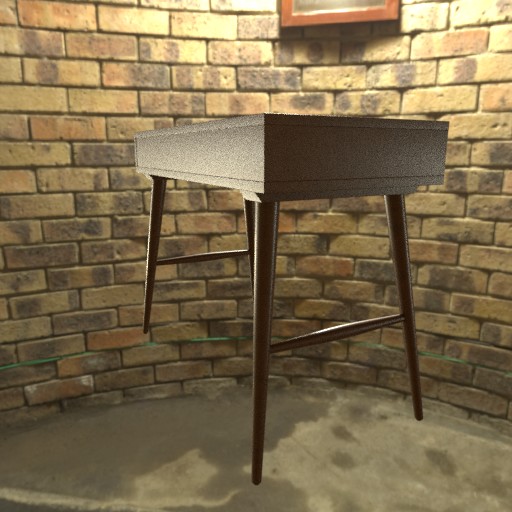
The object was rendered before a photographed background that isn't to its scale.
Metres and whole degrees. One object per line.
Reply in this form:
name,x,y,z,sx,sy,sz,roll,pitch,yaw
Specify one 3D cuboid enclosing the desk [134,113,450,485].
desk,0.000,0.000,1.366,0.510,0.758,0.949,-7,15,-27
